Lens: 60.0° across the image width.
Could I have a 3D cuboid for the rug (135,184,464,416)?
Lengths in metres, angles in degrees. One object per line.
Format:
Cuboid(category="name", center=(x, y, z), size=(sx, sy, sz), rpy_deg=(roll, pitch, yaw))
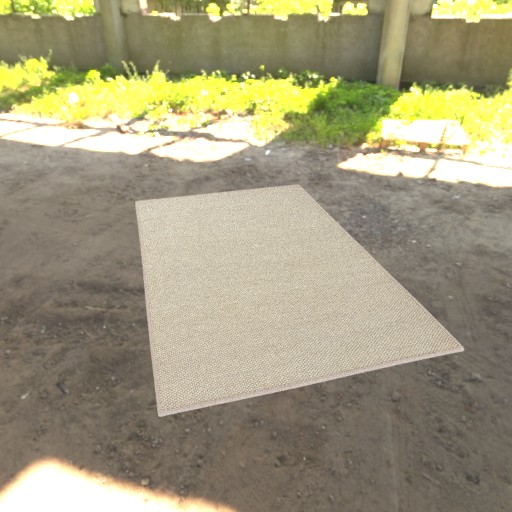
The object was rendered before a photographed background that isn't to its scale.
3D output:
Cuboid(category="rug", center=(0.000, 0.000, 2.129), size=(1.067, 0.013, 1.676), rpy_deg=(-8, 31, -13))
